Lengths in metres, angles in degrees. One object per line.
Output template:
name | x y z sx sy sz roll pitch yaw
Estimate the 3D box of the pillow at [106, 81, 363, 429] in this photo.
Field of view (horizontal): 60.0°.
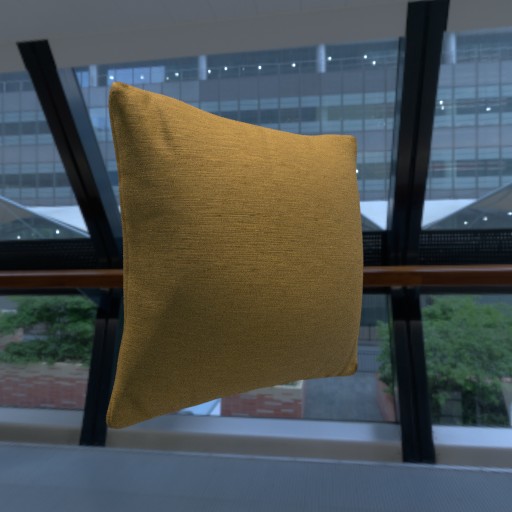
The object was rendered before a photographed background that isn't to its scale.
pillow | 0.000 0.000 0.653 0.435 0.417 0.247 0 0 -36
